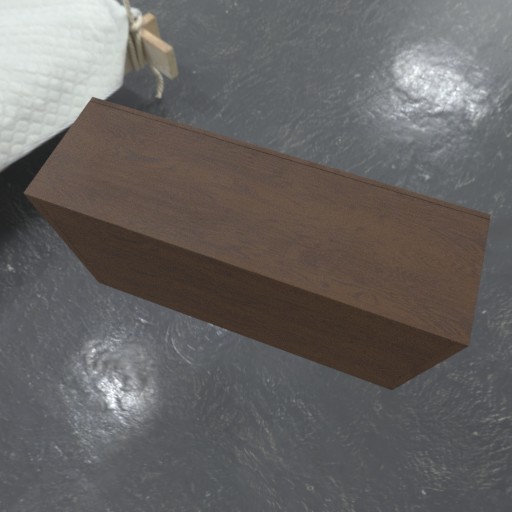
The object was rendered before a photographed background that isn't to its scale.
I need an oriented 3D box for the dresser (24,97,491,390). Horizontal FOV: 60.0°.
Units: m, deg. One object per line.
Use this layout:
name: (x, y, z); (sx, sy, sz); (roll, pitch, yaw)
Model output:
dresser: (0.000, 0.000, 1.917); (1.523, 0.889, 0.512); (19, 66, 9)
